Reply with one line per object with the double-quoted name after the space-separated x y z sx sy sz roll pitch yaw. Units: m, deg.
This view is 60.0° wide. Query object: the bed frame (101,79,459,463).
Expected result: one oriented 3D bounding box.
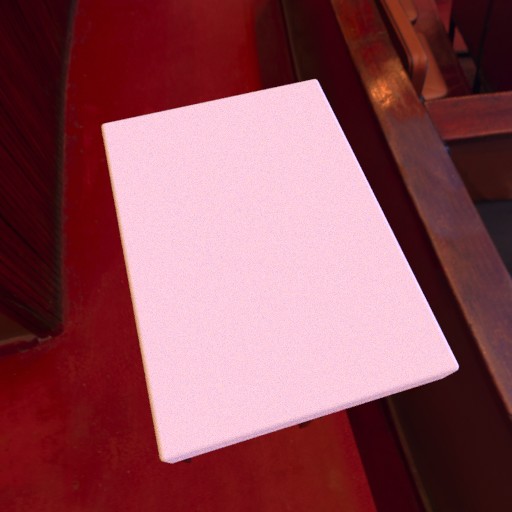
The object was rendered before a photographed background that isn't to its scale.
0.000 0.000 2.656 1.408 0.659 1.956 -15 64 -7 "bed frame"
